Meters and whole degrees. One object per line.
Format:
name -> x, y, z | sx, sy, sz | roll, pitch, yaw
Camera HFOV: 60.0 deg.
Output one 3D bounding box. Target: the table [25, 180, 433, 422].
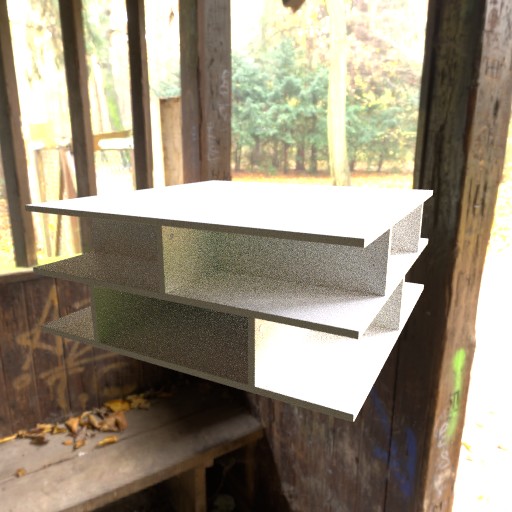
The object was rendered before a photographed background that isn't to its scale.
table -> 0.000, 0.000, 1.082 | 0.700, 0.289, 0.700 | 8, 16, 27
